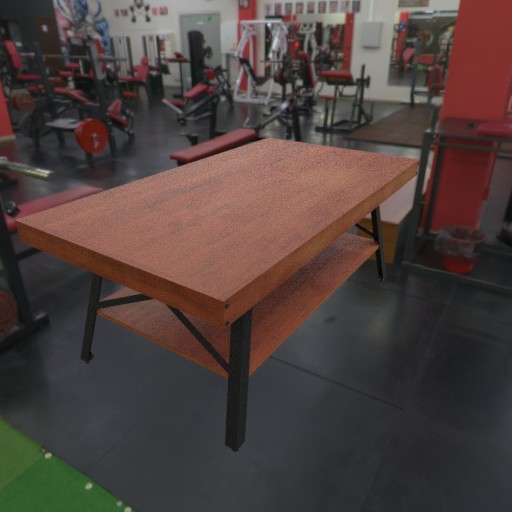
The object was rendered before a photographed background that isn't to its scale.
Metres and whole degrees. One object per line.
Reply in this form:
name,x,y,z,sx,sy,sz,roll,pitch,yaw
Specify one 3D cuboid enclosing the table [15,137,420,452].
table,0.000,0.000,1.357,0.610,0.457,1.067,17,32,30
